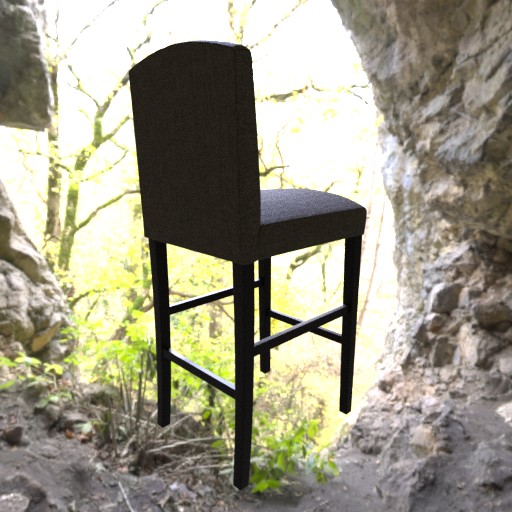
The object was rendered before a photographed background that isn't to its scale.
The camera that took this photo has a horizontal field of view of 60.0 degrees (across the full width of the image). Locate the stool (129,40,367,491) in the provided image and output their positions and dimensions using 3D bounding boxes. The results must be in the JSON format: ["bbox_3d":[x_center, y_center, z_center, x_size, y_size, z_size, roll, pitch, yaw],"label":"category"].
[{"bbox_3d":[0.000,0.000,1.368,0.552,1.138,0.451,-14,20,-43],"label":"stool"}]
